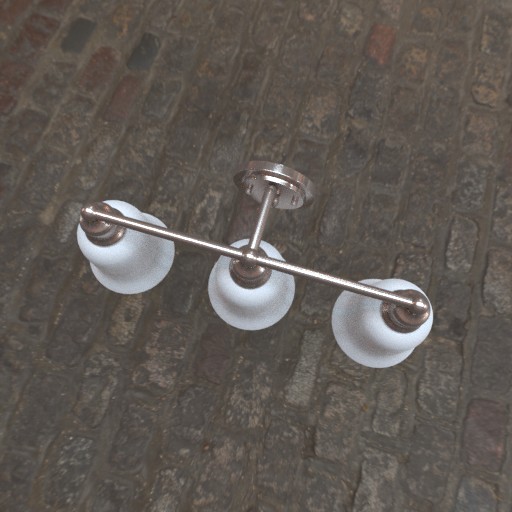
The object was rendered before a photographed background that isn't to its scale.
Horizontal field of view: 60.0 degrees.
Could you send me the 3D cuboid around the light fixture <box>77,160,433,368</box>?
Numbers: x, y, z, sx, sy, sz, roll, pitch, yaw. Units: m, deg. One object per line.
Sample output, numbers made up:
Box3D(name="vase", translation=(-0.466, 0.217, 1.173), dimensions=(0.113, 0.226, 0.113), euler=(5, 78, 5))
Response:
Box3D(name="light fixture", translation=(0.000, 0.000, 0.647), dimensions=(0.570, 0.211, 0.198), euler=(16, 76, 4))
